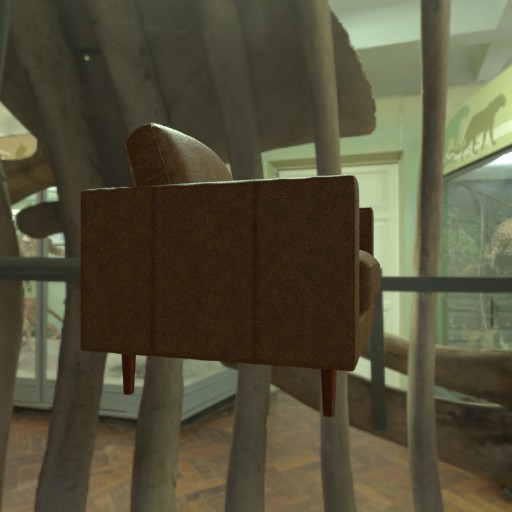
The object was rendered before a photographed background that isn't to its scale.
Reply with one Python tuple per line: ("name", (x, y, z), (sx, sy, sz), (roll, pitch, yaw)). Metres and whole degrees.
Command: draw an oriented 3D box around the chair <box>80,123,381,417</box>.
("chair", (0.000, 0.000, 1.710), (0.909, 0.956, 0.890), (0, 0, 18))
